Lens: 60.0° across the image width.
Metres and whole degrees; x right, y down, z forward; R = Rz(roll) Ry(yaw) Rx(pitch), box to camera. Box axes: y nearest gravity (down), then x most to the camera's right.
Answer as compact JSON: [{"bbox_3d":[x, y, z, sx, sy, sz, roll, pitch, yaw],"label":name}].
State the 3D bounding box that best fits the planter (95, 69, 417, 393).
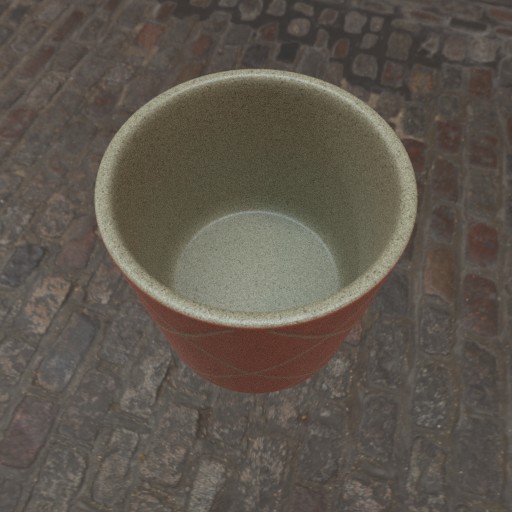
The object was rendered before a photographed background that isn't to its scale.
[{"bbox_3d":[0.000,0.000,0.351,0.191,0.200,0.191,0,61,0],"label":"planter"}]
